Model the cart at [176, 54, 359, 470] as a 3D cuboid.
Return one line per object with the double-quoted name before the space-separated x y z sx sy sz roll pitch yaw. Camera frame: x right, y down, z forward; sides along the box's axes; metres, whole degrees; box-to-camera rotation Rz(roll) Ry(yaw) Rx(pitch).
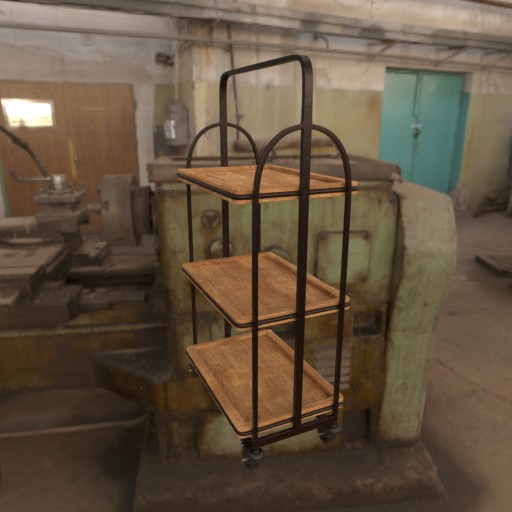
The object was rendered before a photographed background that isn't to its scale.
"cart" 0.000 0.000 1.256 0.327 1.001 0.553 -8 19 -24
